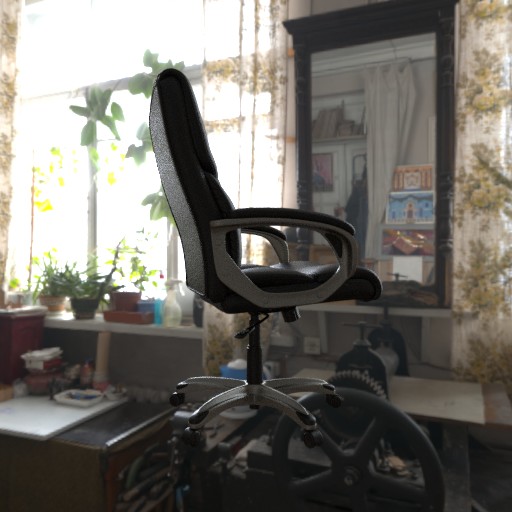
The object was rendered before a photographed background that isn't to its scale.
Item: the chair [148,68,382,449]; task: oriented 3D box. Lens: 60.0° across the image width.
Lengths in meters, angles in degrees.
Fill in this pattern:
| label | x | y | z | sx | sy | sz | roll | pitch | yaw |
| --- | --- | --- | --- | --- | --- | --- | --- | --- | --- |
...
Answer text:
| label | x | y | z | sx | sy | sz | roll | pitch | yaw |
| --- | --- | --- | --- | --- | --- | --- | --- | --- | --- |
| chair | 0.000 | 0.000 | 1.603 | 0.739 | 1.155 | 0.663 | 0 | 0 | -17 |
